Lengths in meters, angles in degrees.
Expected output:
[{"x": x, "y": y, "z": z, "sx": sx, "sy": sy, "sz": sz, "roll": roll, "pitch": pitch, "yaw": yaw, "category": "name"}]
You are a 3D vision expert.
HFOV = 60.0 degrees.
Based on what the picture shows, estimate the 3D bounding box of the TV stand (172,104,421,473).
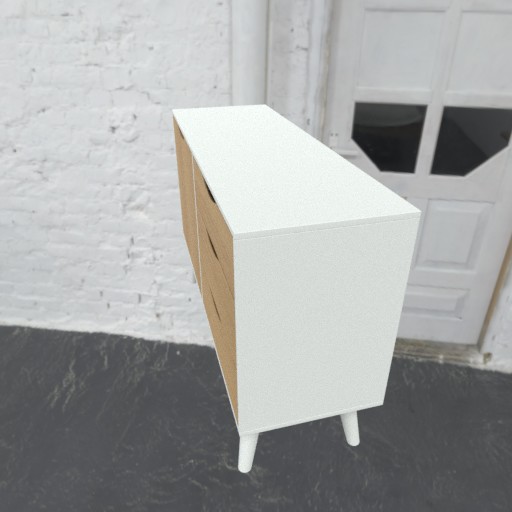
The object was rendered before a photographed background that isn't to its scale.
[{"x": 0.000, "y": 0.000, "z": 1.593, "sx": 0.406, "sy": 0.812, "sz": 1.193, "roll": -8, "pitch": 30, "yaw": -13, "category": "TV stand"}]
